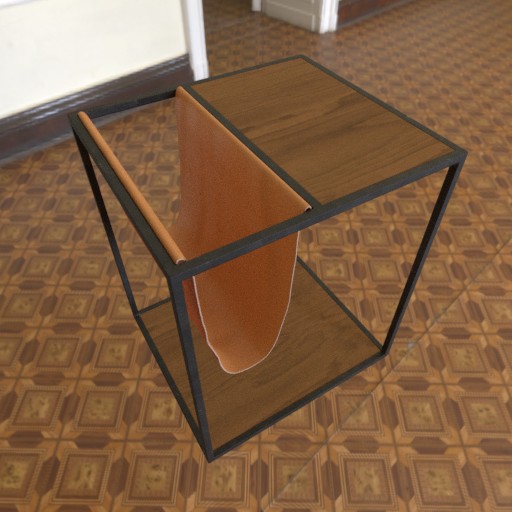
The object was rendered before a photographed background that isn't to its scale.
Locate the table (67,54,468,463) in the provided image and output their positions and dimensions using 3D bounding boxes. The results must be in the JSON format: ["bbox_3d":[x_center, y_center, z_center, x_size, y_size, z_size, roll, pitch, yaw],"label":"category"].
[{"bbox_3d":[0.000,0.000,0.842,0.450,0.536,0.399,-24,50,-21],"label":"table"}]
